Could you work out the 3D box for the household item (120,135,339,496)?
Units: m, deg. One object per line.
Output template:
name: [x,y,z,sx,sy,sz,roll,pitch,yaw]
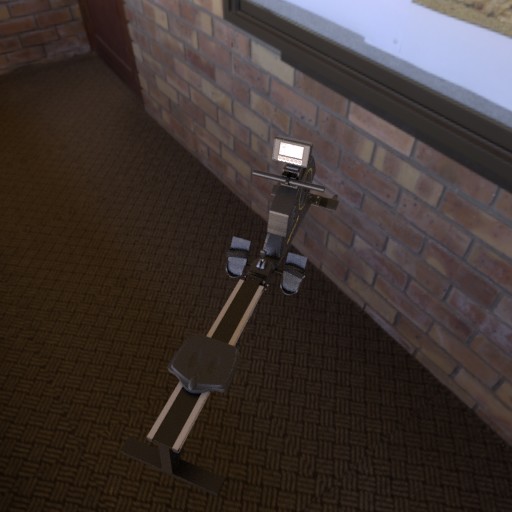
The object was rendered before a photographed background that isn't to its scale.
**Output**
household item: [0.000,0.000,2.519,0.521,0.810,2.251,16,50,14]
